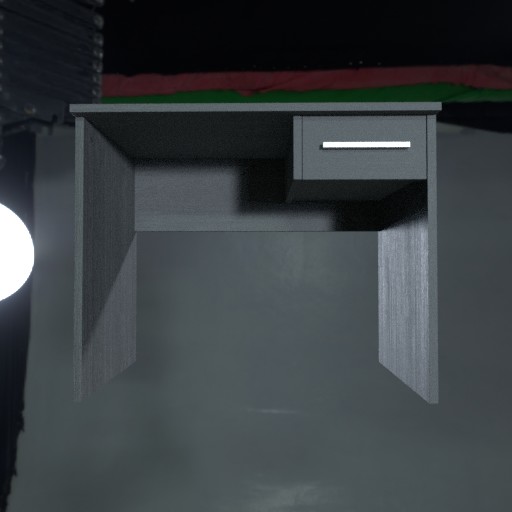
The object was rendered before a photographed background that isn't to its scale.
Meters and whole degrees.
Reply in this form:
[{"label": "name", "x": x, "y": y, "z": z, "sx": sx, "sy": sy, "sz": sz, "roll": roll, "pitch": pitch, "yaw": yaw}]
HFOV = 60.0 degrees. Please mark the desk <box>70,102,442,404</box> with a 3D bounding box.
[{"label": "desk", "x": 0.000, "y": 0.000, "z": 1.305, "sx": 0.893, "sy": 0.724, "sz": 0.498, "roll": 0, "pitch": -1, "yaw": 1}]
